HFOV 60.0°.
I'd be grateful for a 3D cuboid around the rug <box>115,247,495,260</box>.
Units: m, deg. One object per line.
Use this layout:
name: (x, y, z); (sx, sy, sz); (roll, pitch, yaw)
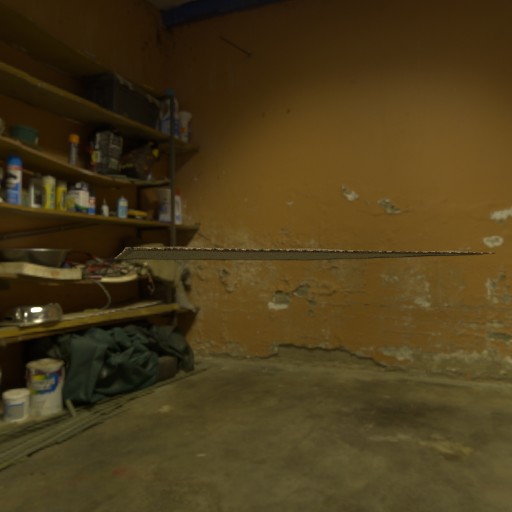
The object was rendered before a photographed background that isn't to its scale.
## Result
rug: (0.000, 0.000, 4.062); (2.426, 0.034, 3.061); (0, -2, -19)
